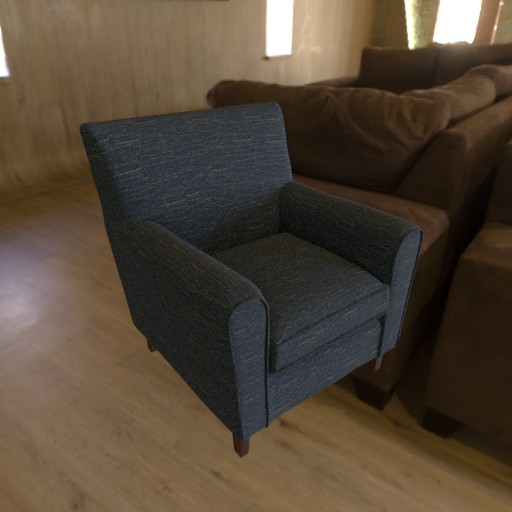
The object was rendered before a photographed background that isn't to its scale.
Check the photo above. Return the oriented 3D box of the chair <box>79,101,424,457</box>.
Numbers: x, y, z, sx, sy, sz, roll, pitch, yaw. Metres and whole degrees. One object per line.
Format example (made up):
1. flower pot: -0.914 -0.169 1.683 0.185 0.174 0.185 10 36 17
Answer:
1. chair: 0.000 0.000 1.638 0.864 0.928 0.873 -19 33 -33
